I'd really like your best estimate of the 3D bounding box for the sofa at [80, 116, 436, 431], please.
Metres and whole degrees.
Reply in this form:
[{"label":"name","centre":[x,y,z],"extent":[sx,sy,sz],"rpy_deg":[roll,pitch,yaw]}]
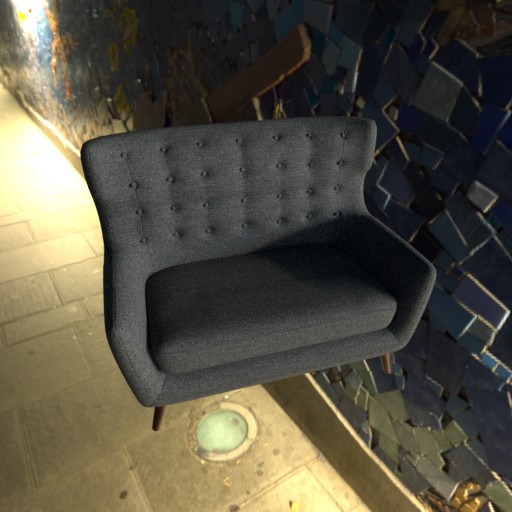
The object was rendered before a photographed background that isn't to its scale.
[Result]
[{"label":"sofa","centre":[0.000,0.000,2.020],"extent":[1.358,1.028,0.874],"rpy_deg":[-9,32,-15]}]
